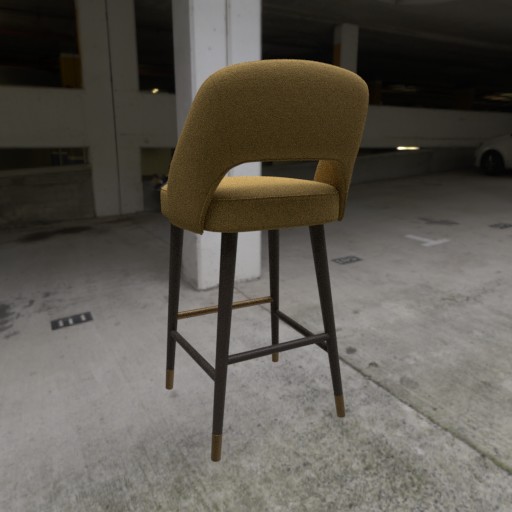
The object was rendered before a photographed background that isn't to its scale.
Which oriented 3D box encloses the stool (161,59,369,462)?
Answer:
[{"bbox_3d":[0.000,0.000,1.346,0.536,1.032,0.522,-7,16,-27],"label":"stool"}]
